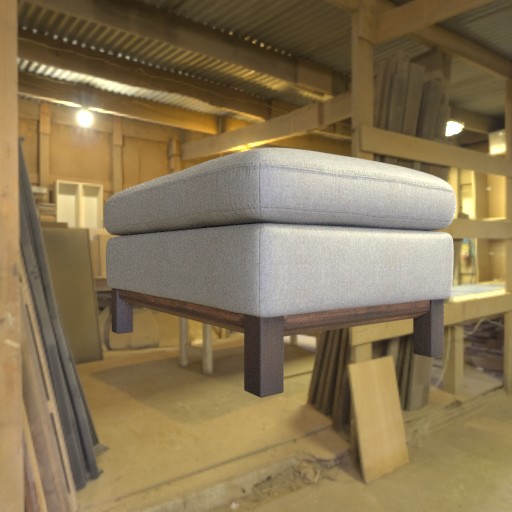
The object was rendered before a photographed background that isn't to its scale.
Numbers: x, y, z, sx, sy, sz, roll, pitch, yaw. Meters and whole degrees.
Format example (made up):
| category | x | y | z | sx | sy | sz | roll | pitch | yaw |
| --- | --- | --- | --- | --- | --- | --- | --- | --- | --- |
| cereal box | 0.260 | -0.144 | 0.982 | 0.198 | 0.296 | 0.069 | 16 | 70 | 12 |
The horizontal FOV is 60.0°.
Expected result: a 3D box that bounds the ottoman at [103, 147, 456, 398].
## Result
| category | x | y | z | sx | sy | sz | roll | pitch | yaw |
| --- | --- | --- | --- | --- | --- | --- | --- | --- | --- |
| ottoman | 0.000 | 0.000 | 1.041 | 0.528 | 0.404 | 0.735 | 0 | 0 | -36 |
